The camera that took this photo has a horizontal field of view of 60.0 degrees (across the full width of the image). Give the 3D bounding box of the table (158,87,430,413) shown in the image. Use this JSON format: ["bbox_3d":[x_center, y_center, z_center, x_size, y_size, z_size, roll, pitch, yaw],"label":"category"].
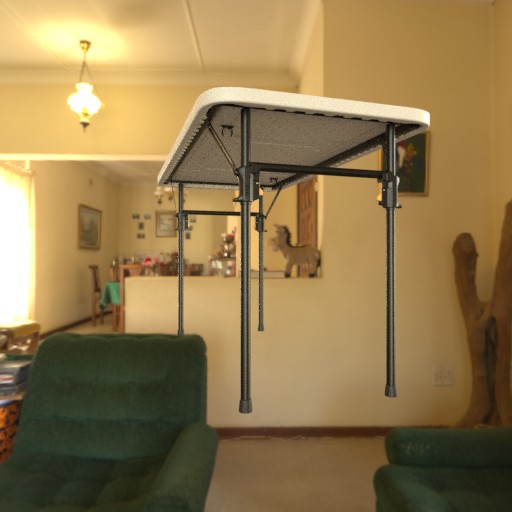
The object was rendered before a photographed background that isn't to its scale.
[{"bbox_3d":[0.000,0.000,1.606,0.610,0.729,1.219,0,0,-18],"label":"table"}]
